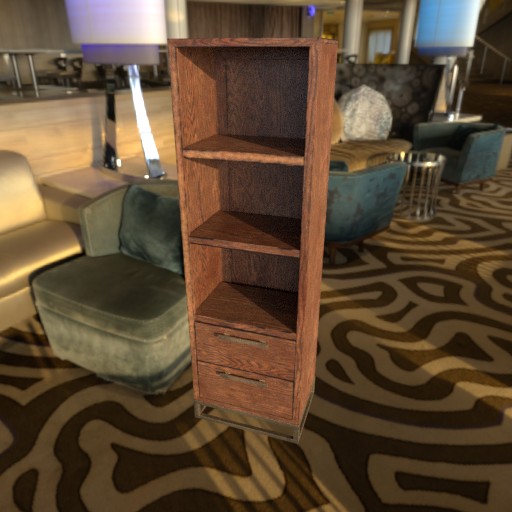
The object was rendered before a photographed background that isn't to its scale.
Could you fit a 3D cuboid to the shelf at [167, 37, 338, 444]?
[{"bbox_3d":[0.000,0.000,1.971,0.539,1.732,0.395,8,26,17],"label":"shelf"}]
